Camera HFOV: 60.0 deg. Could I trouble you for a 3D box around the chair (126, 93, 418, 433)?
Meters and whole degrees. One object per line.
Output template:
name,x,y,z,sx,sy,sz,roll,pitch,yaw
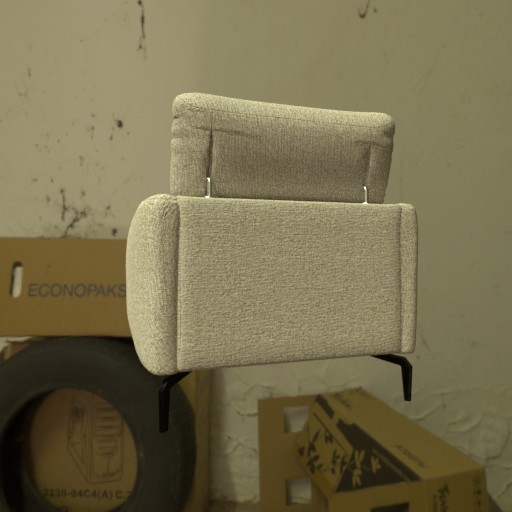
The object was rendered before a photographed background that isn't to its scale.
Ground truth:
chair,0.000,0.000,1.739,0.972,0.967,0.835,0,1,-18
